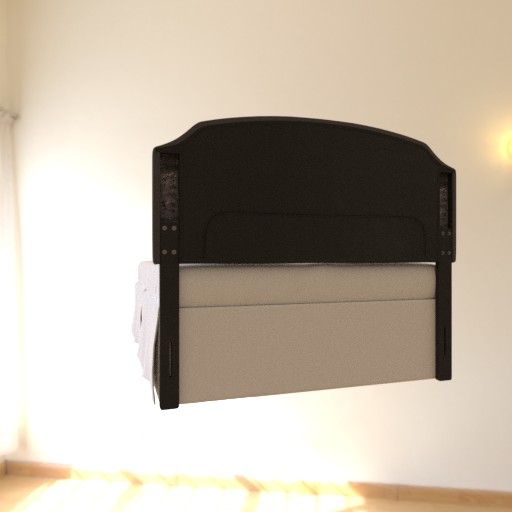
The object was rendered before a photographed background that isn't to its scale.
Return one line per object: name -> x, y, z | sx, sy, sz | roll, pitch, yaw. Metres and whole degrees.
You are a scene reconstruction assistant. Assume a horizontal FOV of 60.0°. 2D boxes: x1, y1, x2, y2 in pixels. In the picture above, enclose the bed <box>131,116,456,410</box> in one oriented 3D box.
bed -> 0.000, 0.000, 2.986 | 1.558, 1.270, 1.999 | 0, 0, -18
